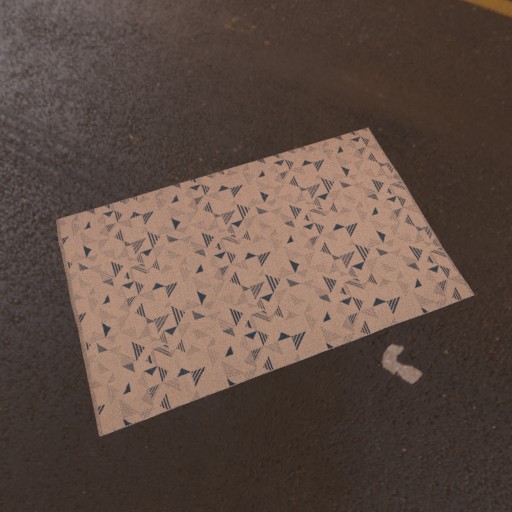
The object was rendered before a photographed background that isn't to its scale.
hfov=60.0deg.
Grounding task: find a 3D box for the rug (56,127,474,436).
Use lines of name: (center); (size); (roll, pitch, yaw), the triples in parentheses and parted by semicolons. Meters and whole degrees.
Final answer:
rug: (0.000, 0.000, 2.989); (2.457, 0.009, 1.512); (-18, 65, -9)
